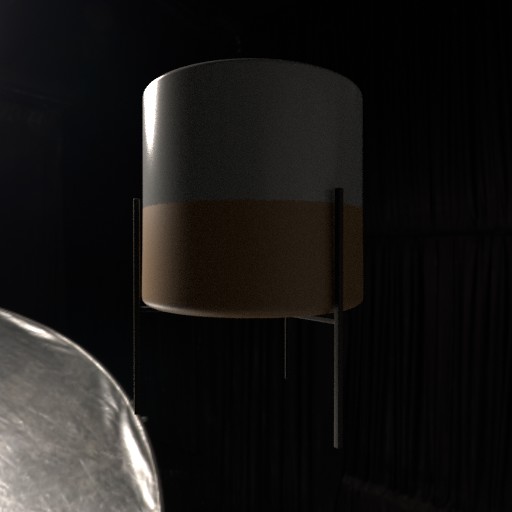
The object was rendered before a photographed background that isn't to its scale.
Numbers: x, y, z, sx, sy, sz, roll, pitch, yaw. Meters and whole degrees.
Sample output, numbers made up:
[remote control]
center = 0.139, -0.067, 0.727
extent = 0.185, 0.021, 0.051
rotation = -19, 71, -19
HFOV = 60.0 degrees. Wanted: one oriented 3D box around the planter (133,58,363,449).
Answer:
[planter]
center = 0.000, 0.000, 0.627
extent = 0.310, 0.432, 0.310
rotation = 1, 1, 37
